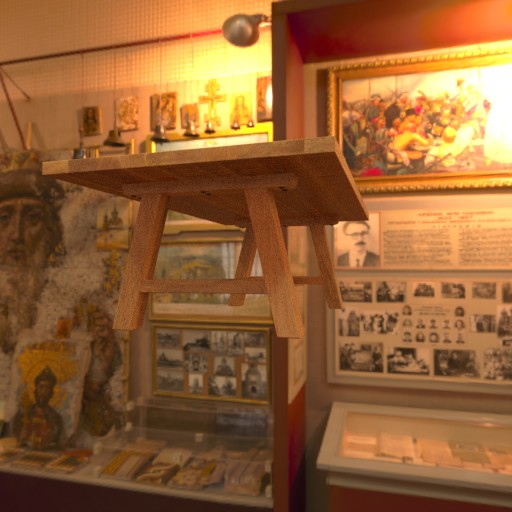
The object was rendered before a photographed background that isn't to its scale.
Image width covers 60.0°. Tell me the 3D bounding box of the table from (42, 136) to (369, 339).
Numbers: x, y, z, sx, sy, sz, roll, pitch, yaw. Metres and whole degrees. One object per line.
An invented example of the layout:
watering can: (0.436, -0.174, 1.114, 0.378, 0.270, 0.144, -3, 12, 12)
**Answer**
table: (0.000, 0.000, 1.668, 0.760, 0.455, 1.320, -1, -2, 17)
